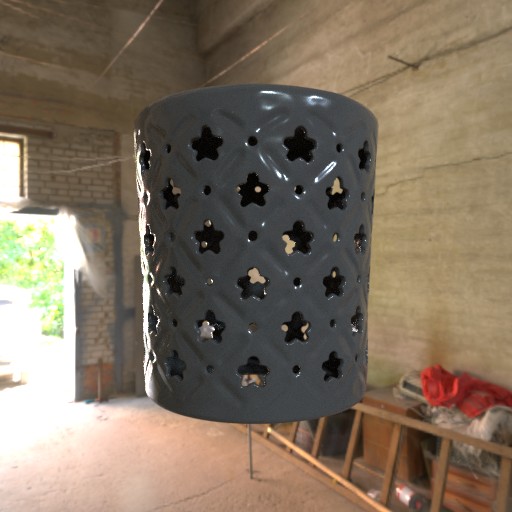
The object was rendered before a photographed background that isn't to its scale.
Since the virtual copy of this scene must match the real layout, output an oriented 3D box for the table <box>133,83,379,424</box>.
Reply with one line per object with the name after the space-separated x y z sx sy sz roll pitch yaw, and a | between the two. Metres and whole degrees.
0.000 0.000 0.658 0.352 0.387 0.352 0 0 0 | table
